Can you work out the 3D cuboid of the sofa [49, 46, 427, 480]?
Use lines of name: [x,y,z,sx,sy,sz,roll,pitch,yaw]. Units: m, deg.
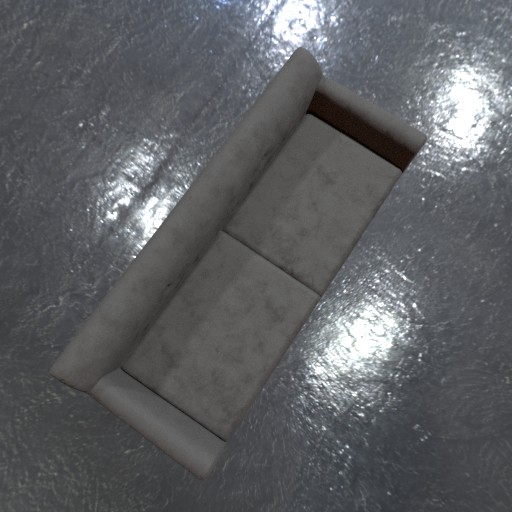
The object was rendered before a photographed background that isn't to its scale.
sofa: [0.000,0.000,2.568,0.900,0.740,2.190,34,78,8]
